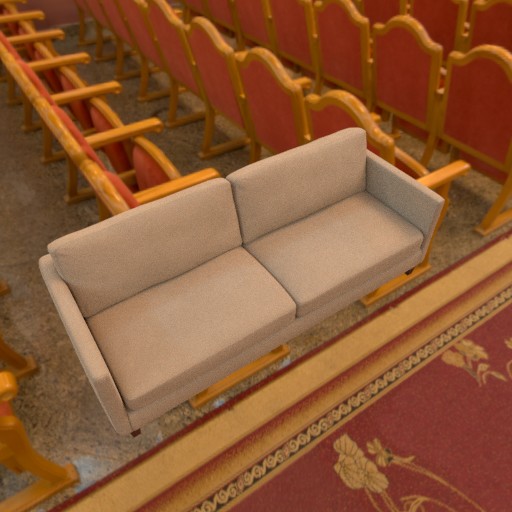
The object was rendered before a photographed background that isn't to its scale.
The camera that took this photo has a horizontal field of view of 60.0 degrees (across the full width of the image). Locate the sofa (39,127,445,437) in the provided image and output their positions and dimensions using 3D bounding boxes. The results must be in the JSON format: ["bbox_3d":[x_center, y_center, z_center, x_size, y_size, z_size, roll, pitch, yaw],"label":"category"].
[{"bbox_3d":[0.000,0.000,2.886,2.404,0.912,0.988,-25,50,-23],"label":"sofa"}]
